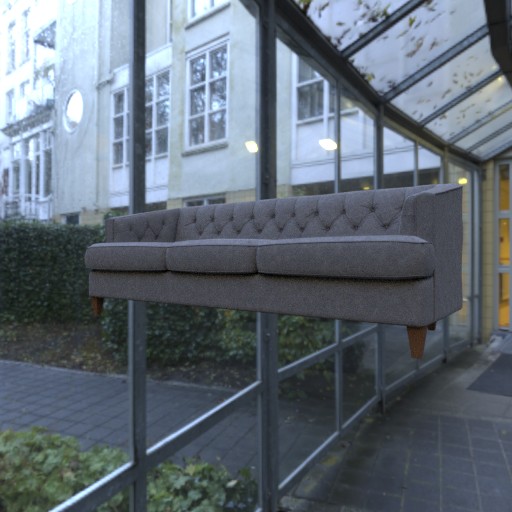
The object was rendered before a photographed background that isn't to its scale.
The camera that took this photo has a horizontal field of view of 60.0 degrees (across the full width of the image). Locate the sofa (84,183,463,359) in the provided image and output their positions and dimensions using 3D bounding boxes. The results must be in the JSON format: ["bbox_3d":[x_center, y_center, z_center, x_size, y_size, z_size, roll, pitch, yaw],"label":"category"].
[{"bbox_3d":[0.000,0.000,2.690,2.247,0.806,0.917,0,0,36],"label":"sofa"}]
